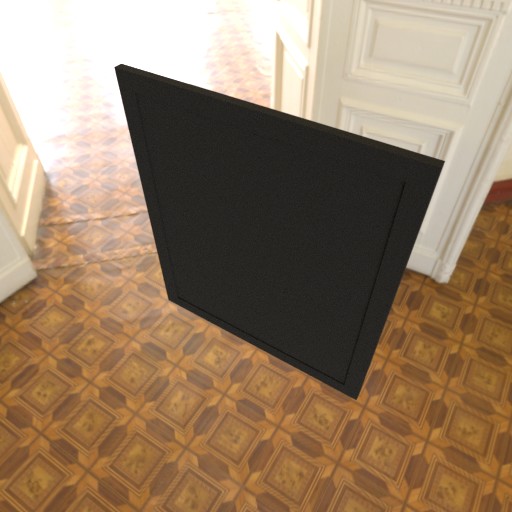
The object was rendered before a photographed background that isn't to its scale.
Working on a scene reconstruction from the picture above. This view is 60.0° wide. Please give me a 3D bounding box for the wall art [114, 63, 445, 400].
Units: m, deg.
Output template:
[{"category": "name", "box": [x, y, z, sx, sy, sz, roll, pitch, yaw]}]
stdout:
[{"category": "wall art", "box": [0.000, 0.000, 0.500, 0.311, 0.361, 0.010, 24, 51, 21]}]
